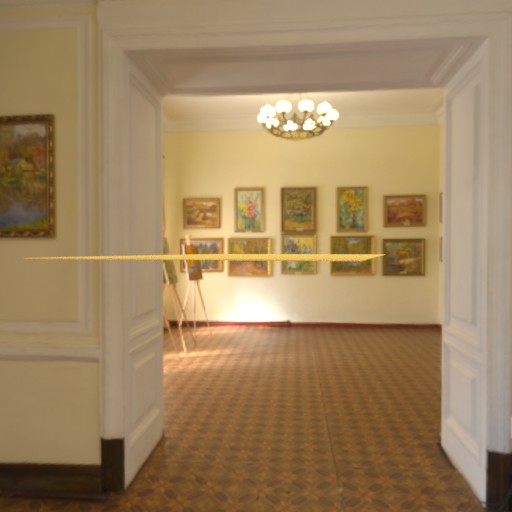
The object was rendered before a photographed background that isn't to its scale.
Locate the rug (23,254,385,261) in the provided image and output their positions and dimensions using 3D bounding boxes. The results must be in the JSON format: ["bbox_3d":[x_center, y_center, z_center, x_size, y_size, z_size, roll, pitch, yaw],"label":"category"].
[{"bbox_3d":[0.000,0.000,3.719,1.981,0.006,2.895,0,1,18],"label":"rug"}]
